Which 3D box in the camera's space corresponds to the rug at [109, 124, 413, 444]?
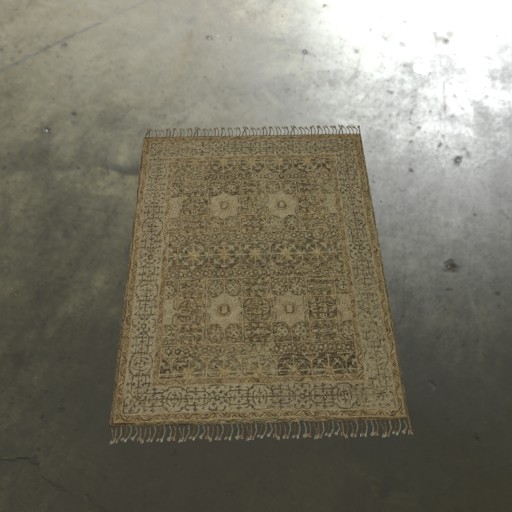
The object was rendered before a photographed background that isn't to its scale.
[{"bbox_3d":[0.000,0.000,4.261,2.431,0.017,3.291,-1,63,-1],"label":"rug"}]
